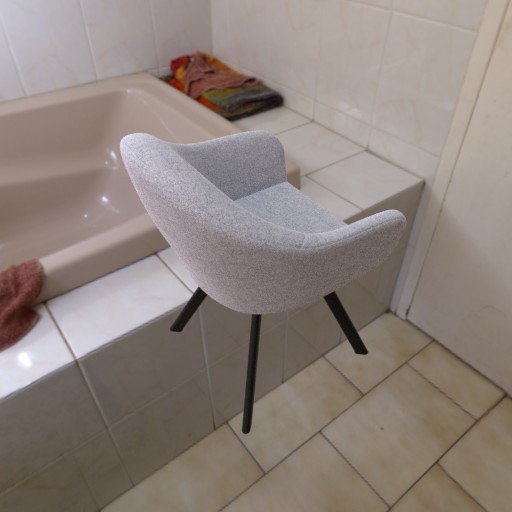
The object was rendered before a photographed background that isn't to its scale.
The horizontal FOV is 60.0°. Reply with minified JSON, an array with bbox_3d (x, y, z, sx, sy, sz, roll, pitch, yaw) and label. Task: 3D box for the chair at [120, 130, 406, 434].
[{"bbox_3d":[0.000,0.000,1.191,0.570,0.780,0.540,-25,47,-26],"label":"chair"}]
